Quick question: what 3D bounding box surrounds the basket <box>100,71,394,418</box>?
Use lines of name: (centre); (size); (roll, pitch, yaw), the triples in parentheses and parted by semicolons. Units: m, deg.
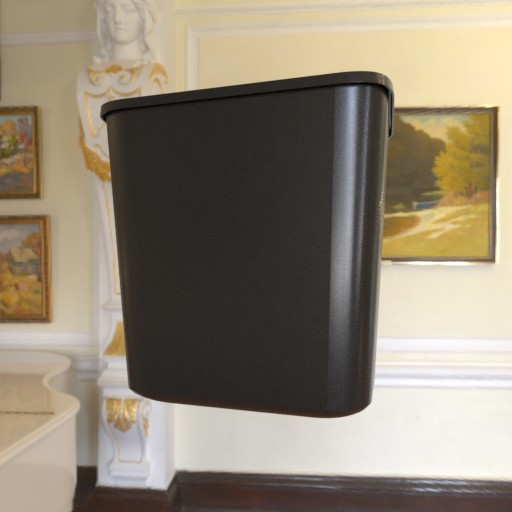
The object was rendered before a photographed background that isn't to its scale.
basket: (0.000, 0.000, 0.503); (0.300, 0.307, 0.211); (0, -1, 17)
